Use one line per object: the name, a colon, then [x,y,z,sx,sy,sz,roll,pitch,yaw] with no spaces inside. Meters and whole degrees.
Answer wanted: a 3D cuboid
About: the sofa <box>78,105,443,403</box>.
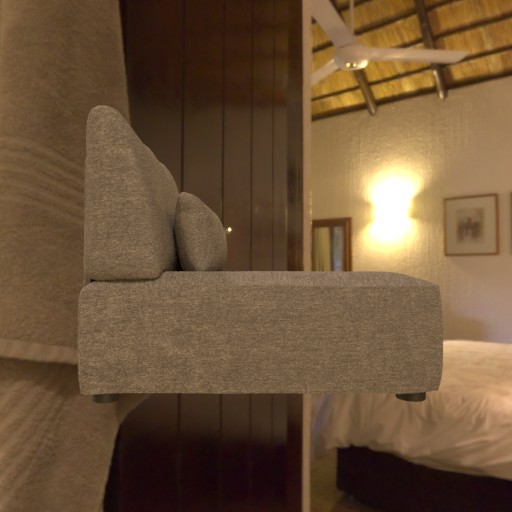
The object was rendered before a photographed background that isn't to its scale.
sofa: [0.000,0.000,1.541,1.000,0.820,0.700,0,-2,0]
